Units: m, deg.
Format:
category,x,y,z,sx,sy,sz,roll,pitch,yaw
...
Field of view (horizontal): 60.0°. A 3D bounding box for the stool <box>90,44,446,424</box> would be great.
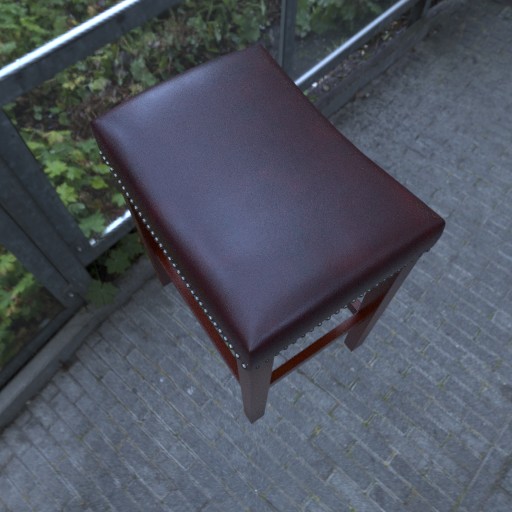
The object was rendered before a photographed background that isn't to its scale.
category,x,y,z,sx,sy,sz,roll,pitch,yaw
stool,0.000,0.000,0.972,0.372,0.657,0.504,-31,66,-15
